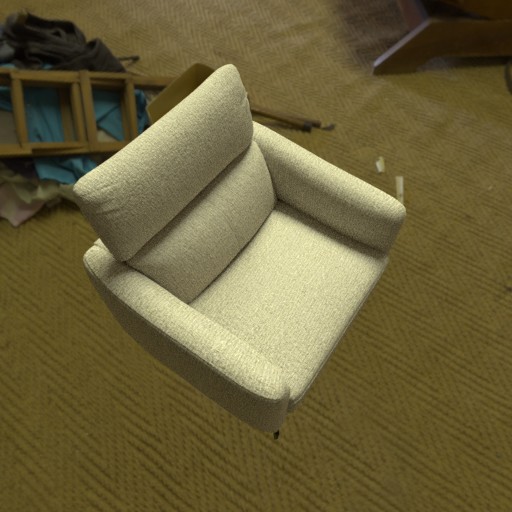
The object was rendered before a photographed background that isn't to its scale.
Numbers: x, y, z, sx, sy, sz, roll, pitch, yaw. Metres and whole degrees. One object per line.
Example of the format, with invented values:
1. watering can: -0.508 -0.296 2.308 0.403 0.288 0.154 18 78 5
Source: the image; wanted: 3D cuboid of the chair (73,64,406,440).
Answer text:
1. chair: 0.000 0.000 1.677 0.835 0.967 0.972 31 62 18
